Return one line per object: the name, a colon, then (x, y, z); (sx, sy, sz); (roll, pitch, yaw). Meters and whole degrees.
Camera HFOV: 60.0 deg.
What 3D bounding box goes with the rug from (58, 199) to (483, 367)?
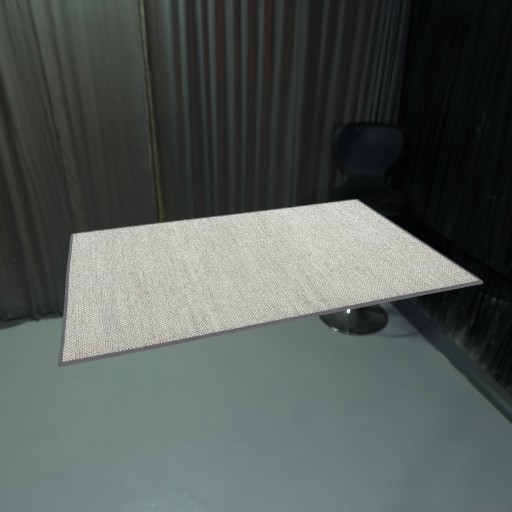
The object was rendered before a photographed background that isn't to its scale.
rug: (0.000, 0.000, 2.083); (1.676, 0.013, 1.067); (-9, 29, -16)
